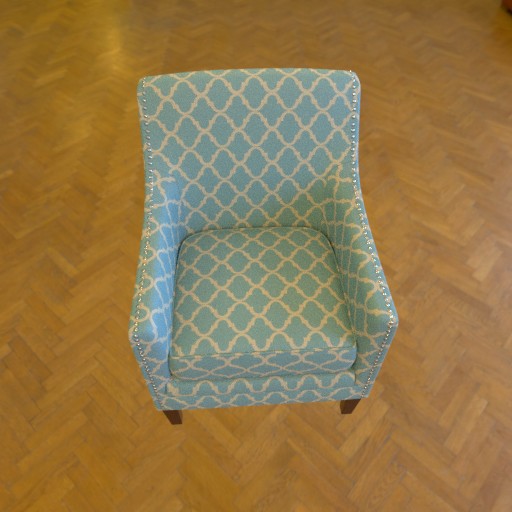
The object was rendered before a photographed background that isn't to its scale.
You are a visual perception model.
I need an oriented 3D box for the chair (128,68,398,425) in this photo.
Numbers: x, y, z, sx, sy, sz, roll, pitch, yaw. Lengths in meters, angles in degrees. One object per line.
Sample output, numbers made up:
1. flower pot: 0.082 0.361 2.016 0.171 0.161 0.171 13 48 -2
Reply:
1. chair: 0.000 0.000 1.303 0.617 0.817 0.686 -3 48 -2
